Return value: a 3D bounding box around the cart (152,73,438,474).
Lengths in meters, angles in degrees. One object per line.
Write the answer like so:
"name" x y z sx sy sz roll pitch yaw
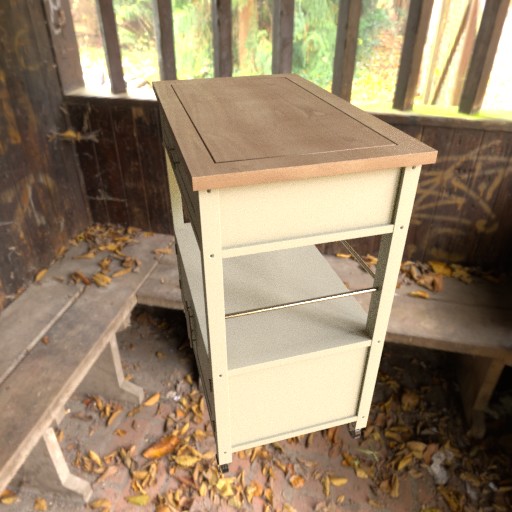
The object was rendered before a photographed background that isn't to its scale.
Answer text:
"cart" 0.000 0.000 1.347 0.459 0.901 0.840 -9 34 -13
